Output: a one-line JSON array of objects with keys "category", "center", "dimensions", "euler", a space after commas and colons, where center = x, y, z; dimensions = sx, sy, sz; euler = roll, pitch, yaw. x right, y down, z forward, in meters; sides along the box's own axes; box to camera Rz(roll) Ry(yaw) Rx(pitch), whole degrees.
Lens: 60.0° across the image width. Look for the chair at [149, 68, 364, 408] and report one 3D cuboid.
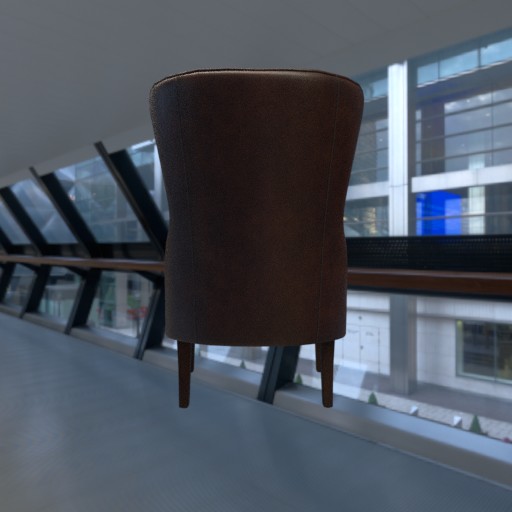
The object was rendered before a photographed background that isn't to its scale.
[{"category": "chair", "center": [0.000, 0.000, 1.642], "dimensions": [0.692, 1.048, 0.914], "euler": [0, -1, -1]}]
